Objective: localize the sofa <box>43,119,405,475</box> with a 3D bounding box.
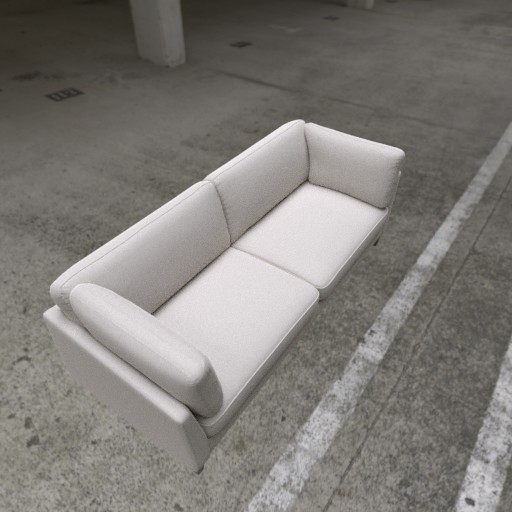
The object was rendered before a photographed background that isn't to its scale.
[{"bbox_3d":[0.000,0.000,2.725,0.957,0.863,2.301,25,47,26],"label":"sofa"}]
